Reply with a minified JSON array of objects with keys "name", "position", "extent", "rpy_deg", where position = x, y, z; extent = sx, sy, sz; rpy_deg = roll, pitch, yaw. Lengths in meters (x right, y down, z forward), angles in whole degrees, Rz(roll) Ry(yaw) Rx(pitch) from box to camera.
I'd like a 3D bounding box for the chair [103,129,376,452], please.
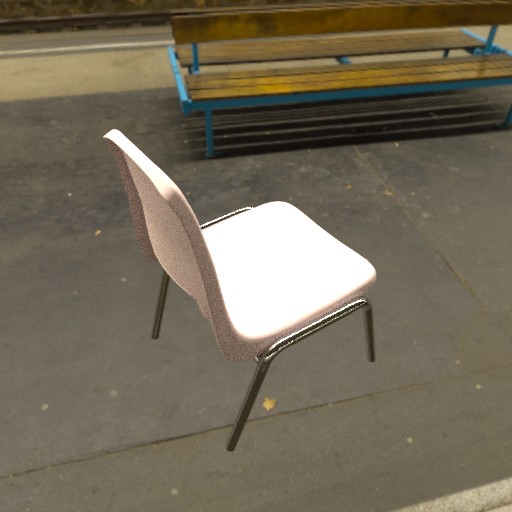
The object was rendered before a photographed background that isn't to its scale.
[{"name":"chair","position":[0.000,0.000,0.795],"extent":[0.385,0.537,0.354],"rpy_deg":[-25,47,-26]}]
